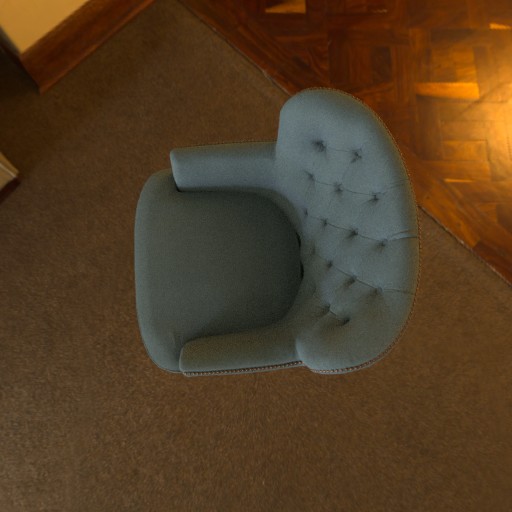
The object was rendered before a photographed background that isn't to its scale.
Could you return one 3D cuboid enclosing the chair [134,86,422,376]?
[{"bbox_3d":[0.000,0.000,1.621,0.906,0.868,0.848,-5,77,-1],"label":"chair"}]
